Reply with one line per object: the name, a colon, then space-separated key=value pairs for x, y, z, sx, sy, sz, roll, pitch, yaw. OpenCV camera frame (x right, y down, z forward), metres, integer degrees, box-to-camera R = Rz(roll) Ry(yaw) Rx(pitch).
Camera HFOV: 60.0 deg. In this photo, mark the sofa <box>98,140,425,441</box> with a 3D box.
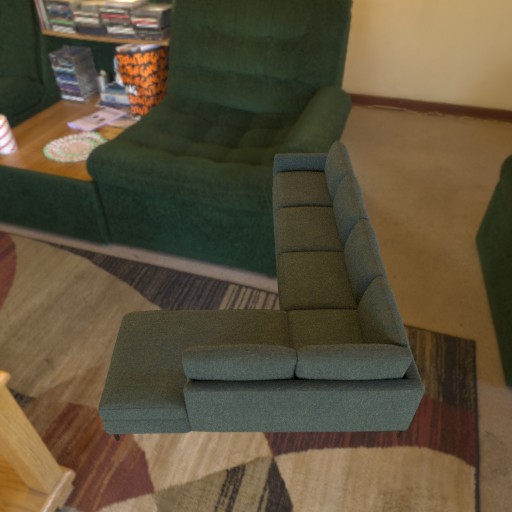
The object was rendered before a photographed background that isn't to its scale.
sofa: x=0.000 y=0.000 z=3.834 sx=2.007 sy=0.815 sz=2.949 roll=0 pitch=41 yaw=0
